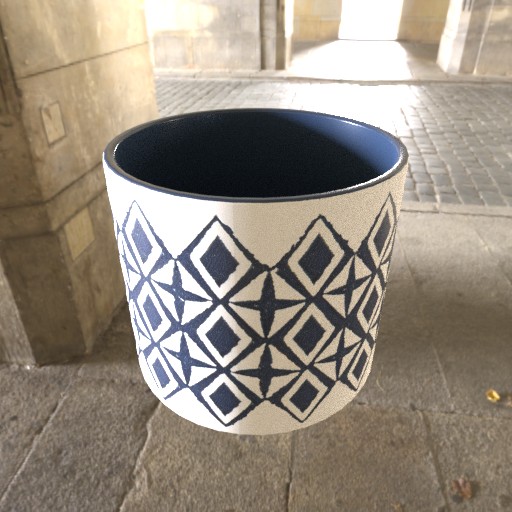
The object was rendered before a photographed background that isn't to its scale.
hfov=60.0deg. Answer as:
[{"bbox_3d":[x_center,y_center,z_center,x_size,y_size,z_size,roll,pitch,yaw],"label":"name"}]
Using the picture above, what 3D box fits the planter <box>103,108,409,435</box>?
[{"bbox_3d":[0.000,0.000,0.275,0.159,0.144,0.159,0,31,0],"label":"planter"}]
